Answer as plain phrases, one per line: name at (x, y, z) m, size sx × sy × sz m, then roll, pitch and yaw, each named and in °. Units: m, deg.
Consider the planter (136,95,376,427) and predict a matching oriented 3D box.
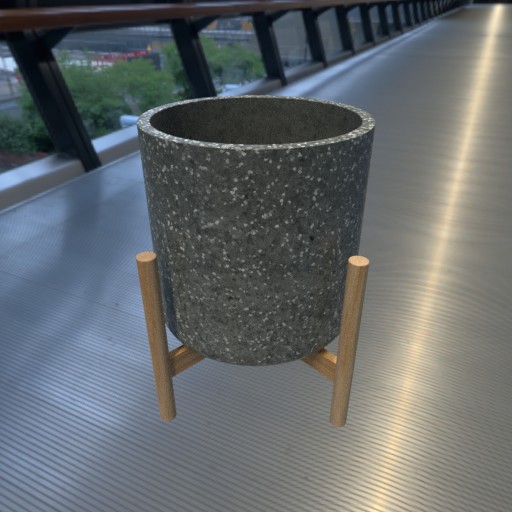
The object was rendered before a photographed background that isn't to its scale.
planter at (0.000, 0.000, 0.680) m, size 0.360 × 0.419 × 0.360 m, roll -10°, pitch 31°, yaw -17°
